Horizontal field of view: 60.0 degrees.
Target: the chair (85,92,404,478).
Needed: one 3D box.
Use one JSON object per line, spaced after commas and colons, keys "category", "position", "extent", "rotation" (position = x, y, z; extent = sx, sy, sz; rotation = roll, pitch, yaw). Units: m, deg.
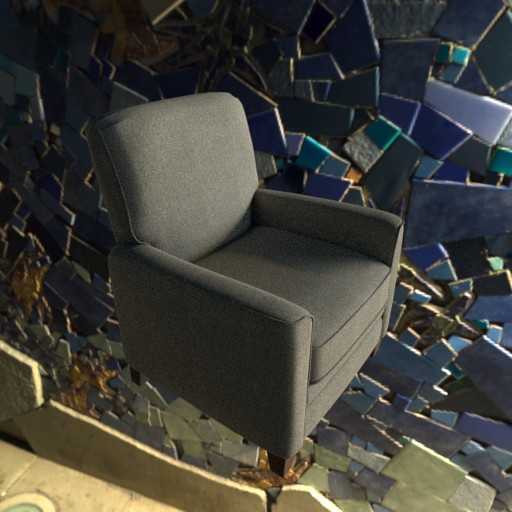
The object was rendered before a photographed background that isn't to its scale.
{"category": "chair", "position": [0.000, 0.000, 1.608], "extent": [0.858, 1.028, 0.841], "rotation": [19, 34, 31]}
